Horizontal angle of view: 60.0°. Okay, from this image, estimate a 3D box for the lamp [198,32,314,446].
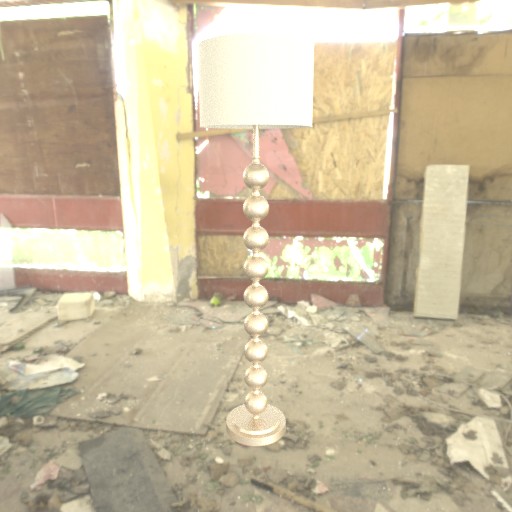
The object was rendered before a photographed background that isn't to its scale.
[{"bbox_3d":[0.000,0.000,1.678,0.394,1.474,0.394,7,16,27],"label":"lamp"}]
